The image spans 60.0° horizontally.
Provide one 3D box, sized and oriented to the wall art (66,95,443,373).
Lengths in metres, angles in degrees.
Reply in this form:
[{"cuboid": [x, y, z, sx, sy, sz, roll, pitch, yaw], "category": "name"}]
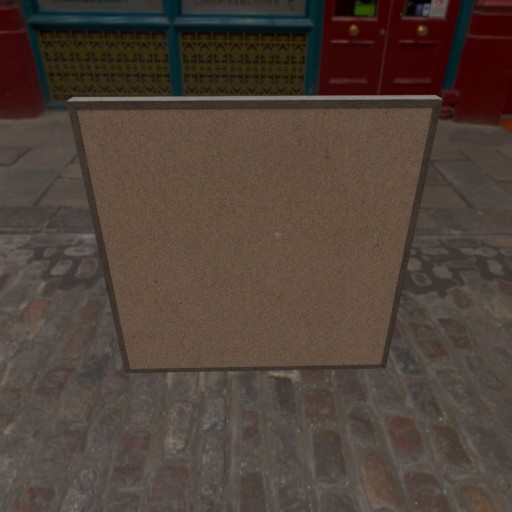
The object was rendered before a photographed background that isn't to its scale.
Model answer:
[{"cuboid": [0.000, 0.000, 1.112, 0.762, 0.762, 0.038, -1, 31, -1], "category": "wall art"}]
